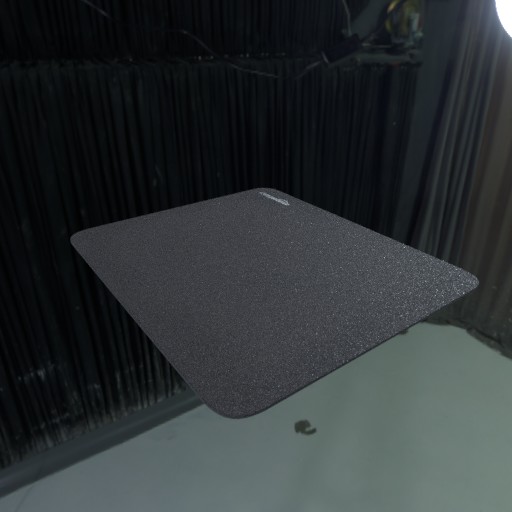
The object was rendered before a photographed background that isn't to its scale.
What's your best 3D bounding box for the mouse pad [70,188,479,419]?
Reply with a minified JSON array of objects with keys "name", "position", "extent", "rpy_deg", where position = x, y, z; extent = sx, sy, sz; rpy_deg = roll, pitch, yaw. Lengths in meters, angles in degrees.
[{"name":"mouse pad","position":[0.000,0.000,0.424],"extent":[0.269,0.002,0.315],"rpy_deg":[-19,33,-32]}]
